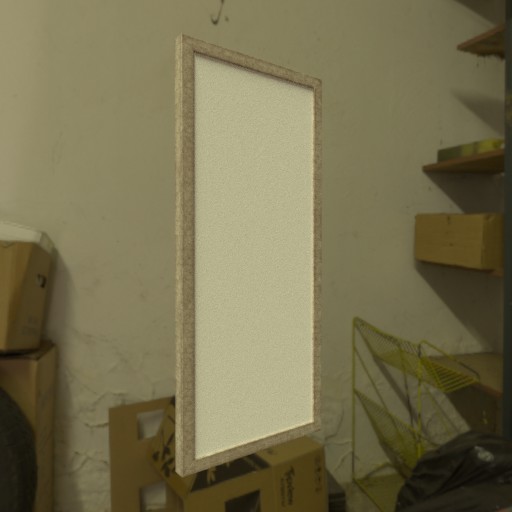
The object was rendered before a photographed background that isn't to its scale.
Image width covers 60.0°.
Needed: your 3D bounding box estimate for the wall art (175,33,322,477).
[{"bbox_3d":[0.000,0.000,1.672,0.648,1.461,0.051,0,1,-37],"label":"wall art"}]
